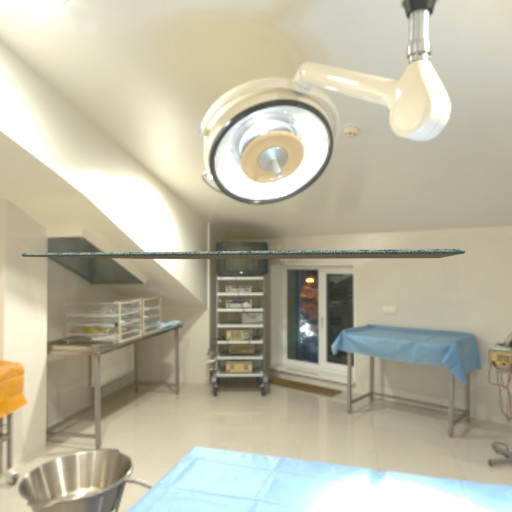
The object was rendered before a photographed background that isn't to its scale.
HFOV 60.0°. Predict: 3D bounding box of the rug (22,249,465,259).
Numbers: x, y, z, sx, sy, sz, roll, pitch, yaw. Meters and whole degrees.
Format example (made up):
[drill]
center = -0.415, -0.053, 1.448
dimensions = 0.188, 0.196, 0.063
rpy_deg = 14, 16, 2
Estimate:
[rug]
center = 0.000, 0.000, 2.281
dimensions = 1.829, 0.016, 1.219
rpy_deg = 0, -1, 19
